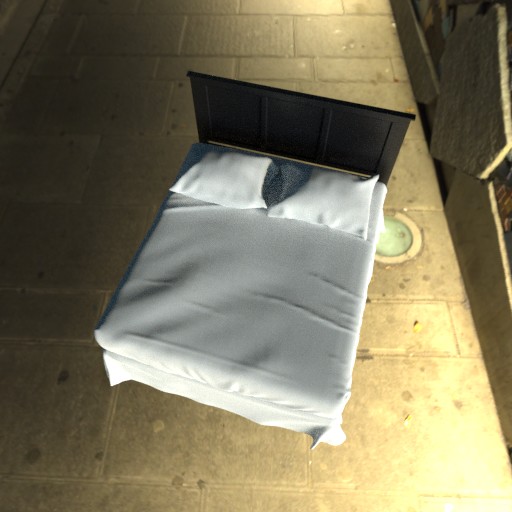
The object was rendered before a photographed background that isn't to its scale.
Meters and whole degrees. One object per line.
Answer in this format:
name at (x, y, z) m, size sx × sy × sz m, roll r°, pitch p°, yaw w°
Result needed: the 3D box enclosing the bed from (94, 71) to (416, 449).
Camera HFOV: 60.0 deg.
bed at (0.000, 0.000, 3.147) m, size 1.870 × 1.270 × 2.050 m, roll 14°, pitch 59°, yaw 9°
